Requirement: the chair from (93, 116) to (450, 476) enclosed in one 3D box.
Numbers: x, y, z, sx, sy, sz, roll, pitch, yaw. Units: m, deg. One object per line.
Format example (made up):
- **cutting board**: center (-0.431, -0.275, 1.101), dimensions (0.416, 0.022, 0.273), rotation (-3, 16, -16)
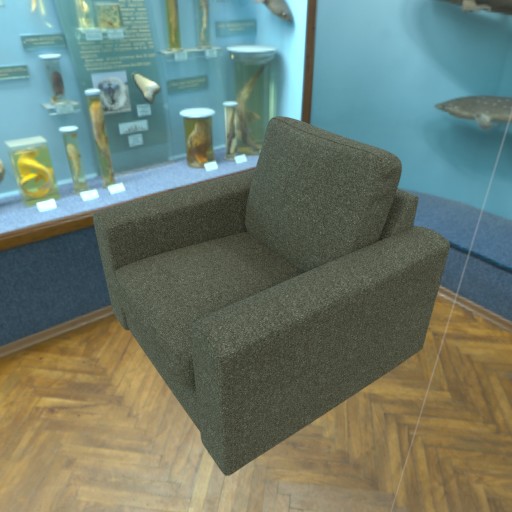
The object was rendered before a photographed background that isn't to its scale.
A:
- **chair**: center (0.000, 0.000, 1.747), dimensions (1.016, 0.873, 1.005), rotation (-21, 38, -29)
